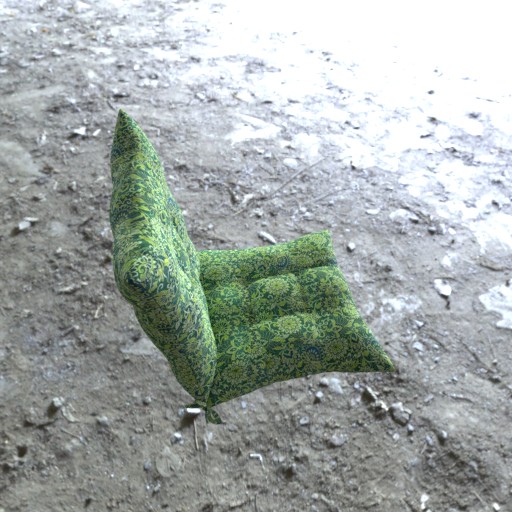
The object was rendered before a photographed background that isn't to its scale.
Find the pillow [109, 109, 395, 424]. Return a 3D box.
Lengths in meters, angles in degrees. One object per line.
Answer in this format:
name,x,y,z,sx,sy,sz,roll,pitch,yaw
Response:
pillow,0.000,0.000,1.032,0.585,0.536,0.541,-9,48,-9
